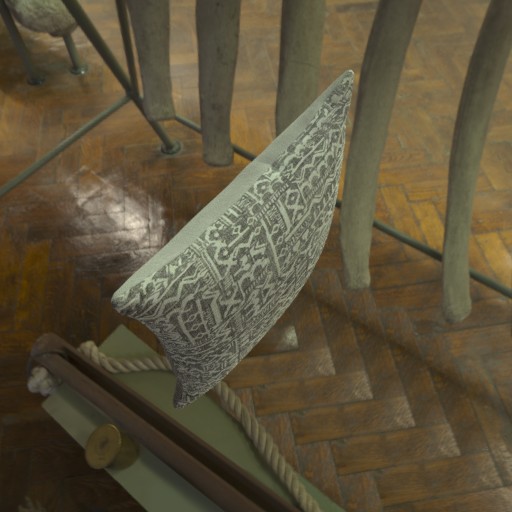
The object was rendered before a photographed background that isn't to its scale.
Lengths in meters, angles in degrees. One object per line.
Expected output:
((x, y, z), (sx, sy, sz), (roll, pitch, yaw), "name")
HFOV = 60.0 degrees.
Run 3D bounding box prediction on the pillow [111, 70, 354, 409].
((0.000, 0.000, 0.818), (0.180, 0.487, 0.546), (32, 63, 19), "pillow")
